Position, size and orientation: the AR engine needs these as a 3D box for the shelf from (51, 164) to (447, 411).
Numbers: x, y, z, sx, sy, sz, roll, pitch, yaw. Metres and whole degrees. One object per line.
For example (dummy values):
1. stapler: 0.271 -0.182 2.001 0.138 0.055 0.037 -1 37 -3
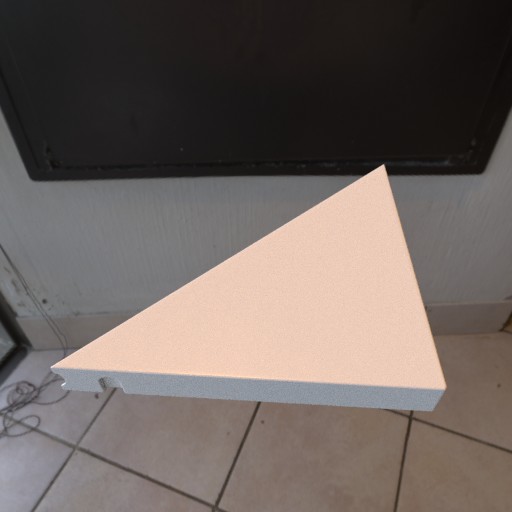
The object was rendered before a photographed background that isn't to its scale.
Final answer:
1. shelf: 0.000 0.000 0.444 0.296 0.035 0.296 2 45 2
